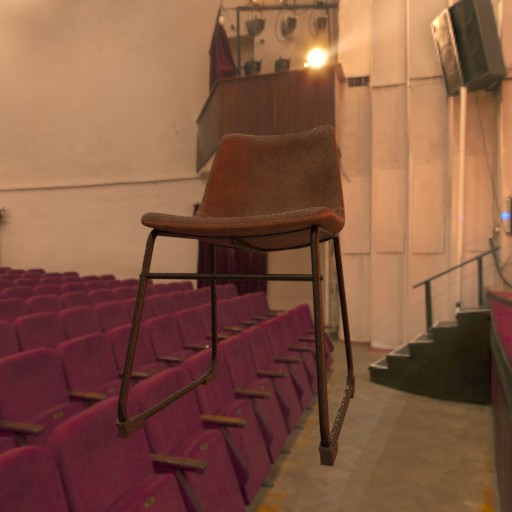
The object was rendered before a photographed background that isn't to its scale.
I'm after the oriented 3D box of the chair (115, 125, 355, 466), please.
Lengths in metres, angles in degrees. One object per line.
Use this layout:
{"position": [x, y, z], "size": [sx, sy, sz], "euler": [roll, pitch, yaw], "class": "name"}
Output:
{"position": [0.000, 0.000, 1.135], "size": [0.460, 0.780, 0.551], "euler": [0, -1, 17], "class": "chair"}
